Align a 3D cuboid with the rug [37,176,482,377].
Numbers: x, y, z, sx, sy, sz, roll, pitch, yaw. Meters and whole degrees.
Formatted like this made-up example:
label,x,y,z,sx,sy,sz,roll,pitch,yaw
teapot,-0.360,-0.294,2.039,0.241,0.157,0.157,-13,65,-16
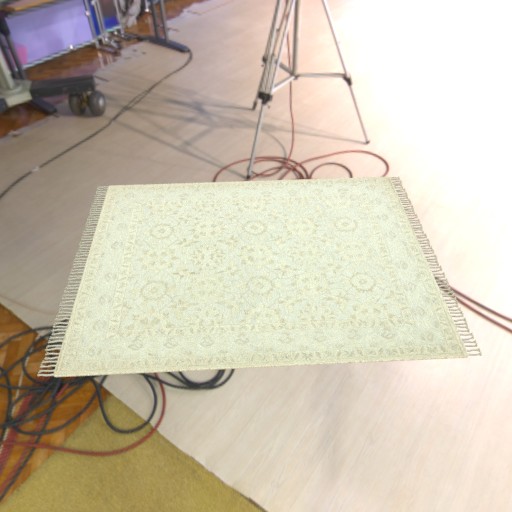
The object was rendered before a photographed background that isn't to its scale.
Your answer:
label,x,y,z,sx,sy,sz,roll,pitch,yaw
rug,0.000,0.000,2.184,1.771,0.015,1.223,-2,46,-2
